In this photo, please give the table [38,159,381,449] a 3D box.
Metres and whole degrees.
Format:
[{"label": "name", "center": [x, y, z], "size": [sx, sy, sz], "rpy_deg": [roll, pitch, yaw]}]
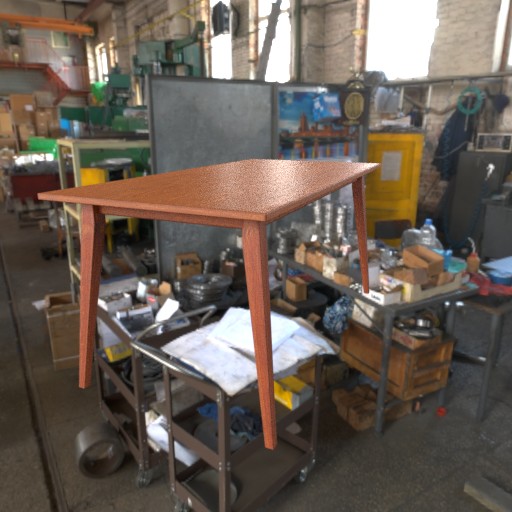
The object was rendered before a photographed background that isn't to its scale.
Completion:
[{"label": "table", "center": [0.000, 0.000, 2.073], "size": [0.811, 0.755, 1.609], "rpy_deg": [8, 18, 24]}]
